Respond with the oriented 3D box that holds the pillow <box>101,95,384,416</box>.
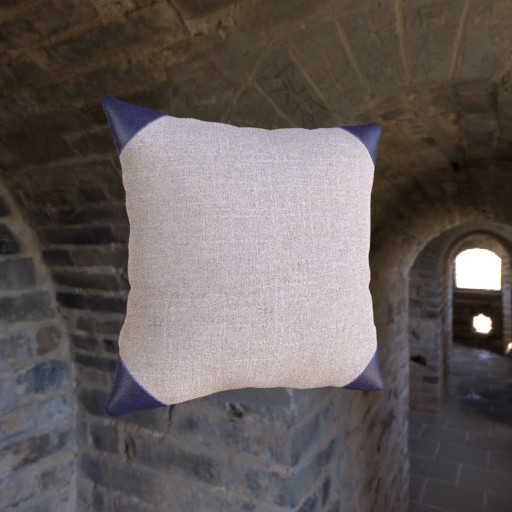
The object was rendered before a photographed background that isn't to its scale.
[{"bbox_3d":[0.000,0.000,0.665,0.440,0.441,0.147,0,0,-18],"label":"pillow"}]
